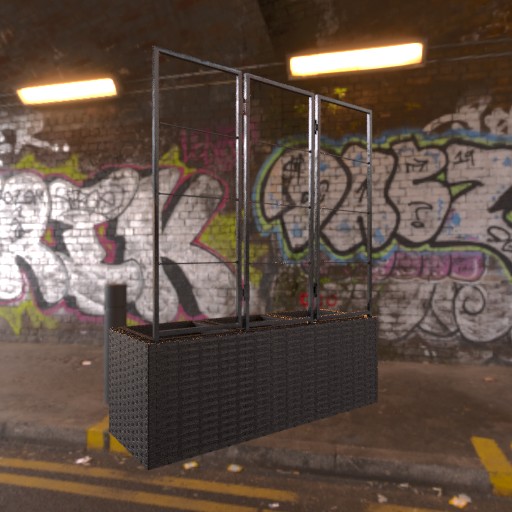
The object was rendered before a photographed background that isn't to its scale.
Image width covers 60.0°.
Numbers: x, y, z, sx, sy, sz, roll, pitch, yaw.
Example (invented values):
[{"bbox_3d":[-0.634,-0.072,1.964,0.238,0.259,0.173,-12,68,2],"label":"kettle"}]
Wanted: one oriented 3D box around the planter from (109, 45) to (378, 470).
[{"bbox_3d":[0.000,0.000,1.167,0.698,0.841,0.244,0,0,-36],"label":"planter"}]
